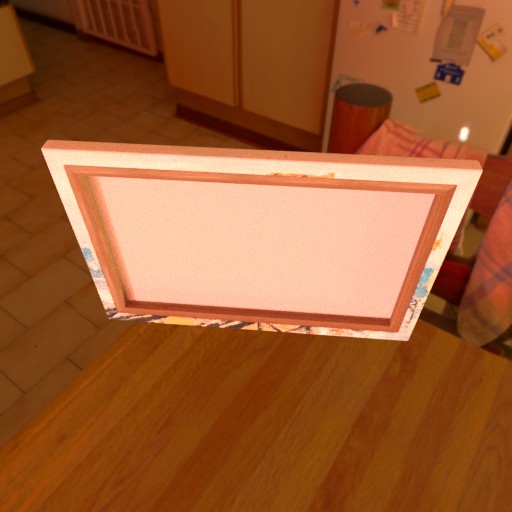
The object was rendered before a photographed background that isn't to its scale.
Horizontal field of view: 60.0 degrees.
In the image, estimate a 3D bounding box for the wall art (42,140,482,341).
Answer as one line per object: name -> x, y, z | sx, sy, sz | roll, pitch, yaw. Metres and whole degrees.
wall art -> 0.000, 0.000, 1.142 | 0.913, 0.609, 0.038 | 4, 46, 3
